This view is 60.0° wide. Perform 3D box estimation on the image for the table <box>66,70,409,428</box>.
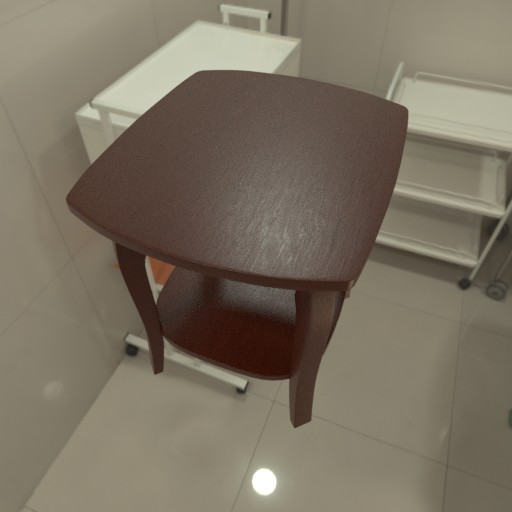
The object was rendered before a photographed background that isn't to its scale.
[{"bbox_3d":[0.000,0.000,0.868,0.433,0.496,0.502,16,49,14],"label":"table"}]
